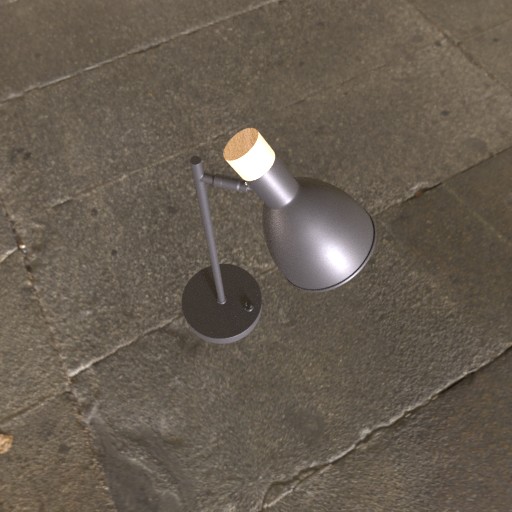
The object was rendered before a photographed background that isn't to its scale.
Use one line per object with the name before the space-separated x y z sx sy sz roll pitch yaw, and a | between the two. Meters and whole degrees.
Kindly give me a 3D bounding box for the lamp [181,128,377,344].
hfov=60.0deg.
lamp | 0.000 0.000 0.628 0.287 0.483 0.152 14 64 7
